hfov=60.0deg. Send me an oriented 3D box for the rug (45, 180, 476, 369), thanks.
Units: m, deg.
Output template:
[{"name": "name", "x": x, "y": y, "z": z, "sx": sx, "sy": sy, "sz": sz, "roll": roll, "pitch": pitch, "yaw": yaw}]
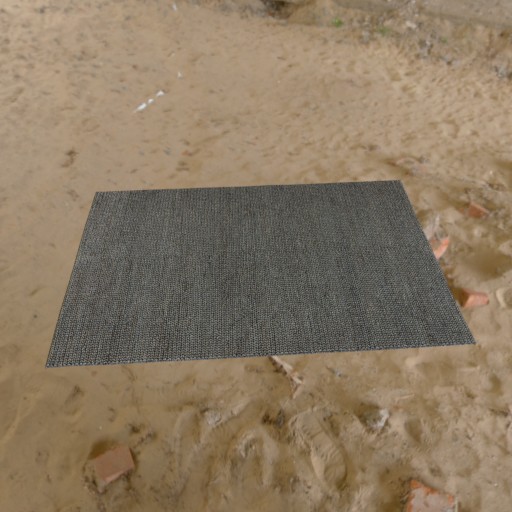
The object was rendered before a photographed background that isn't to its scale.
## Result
[{"name": "rug", "x": 0.000, "y": 0.000, "z": 3.013, "sx": 2.443, "sy": 0.021, "sz": 1.538, "roll": -3, "pitch": 47, "yaw": -2}]
